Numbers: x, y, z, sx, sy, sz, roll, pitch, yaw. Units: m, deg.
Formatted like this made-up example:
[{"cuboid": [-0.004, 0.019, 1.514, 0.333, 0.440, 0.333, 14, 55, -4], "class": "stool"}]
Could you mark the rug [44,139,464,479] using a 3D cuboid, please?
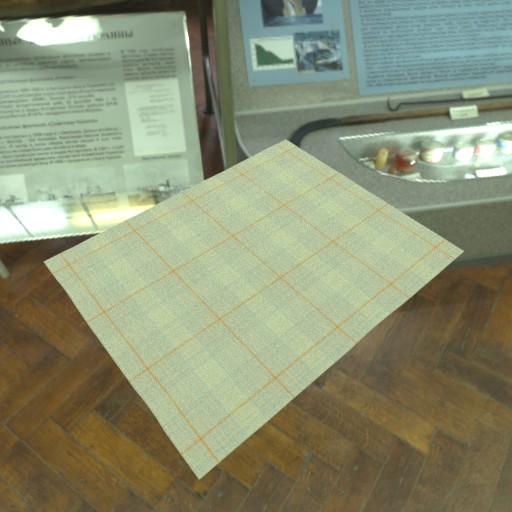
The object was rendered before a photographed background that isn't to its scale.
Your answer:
[{"cuboid": [0.000, 0.000, 4.111, 3.051, 0.021, 2.448, -32, 56, -26], "class": "rug"}]
